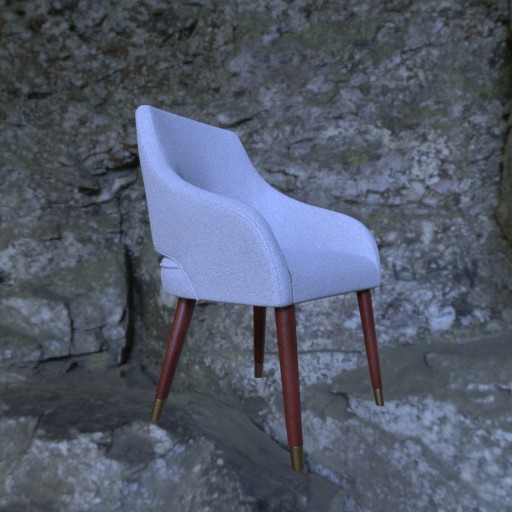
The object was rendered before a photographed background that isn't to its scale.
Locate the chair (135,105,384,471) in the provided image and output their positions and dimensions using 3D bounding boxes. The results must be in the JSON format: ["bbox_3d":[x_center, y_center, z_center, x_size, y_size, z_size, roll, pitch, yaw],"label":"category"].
[{"bbox_3d":[0.000,0.000,1.295,0.600,0.889,0.609,1,2,37],"label":"chair"}]
